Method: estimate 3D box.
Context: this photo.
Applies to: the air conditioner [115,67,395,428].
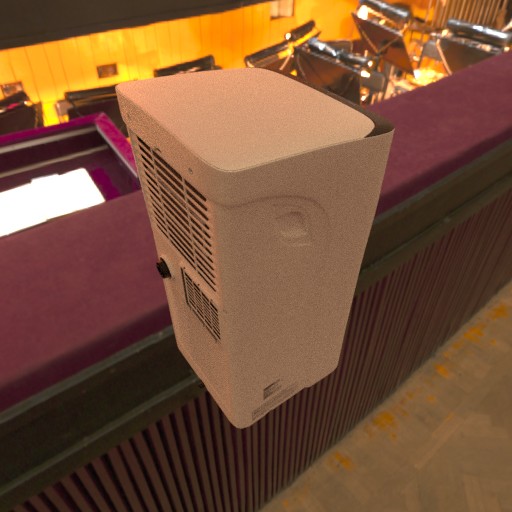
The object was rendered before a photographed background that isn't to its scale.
[{"bbox_3d":[0.000,0.000,0.939,0.369,0.716,0.352,-25,48,-26],"label":"air conditioner"}]
